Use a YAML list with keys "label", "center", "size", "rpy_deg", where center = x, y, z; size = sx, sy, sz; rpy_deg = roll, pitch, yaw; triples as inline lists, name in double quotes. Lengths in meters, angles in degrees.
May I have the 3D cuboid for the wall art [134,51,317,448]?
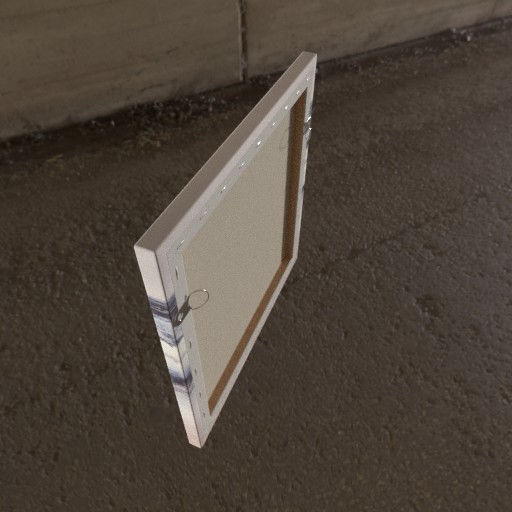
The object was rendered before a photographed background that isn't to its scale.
- label: "wall art"
  center: [0.000, 0.000, 1.141]
  size: [0.065, 0.747, 0.755]
  rpy_deg: [17, 49, 16]
